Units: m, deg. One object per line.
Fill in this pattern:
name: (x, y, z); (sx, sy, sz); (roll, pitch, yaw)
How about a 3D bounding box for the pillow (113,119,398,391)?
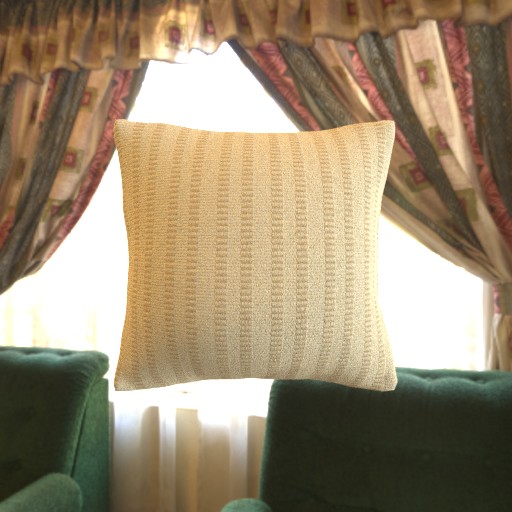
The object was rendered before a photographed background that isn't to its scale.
pillow: (0.000, 0.000, 0.683); (0.438, 0.419, 0.247); (0, 0, -1)
